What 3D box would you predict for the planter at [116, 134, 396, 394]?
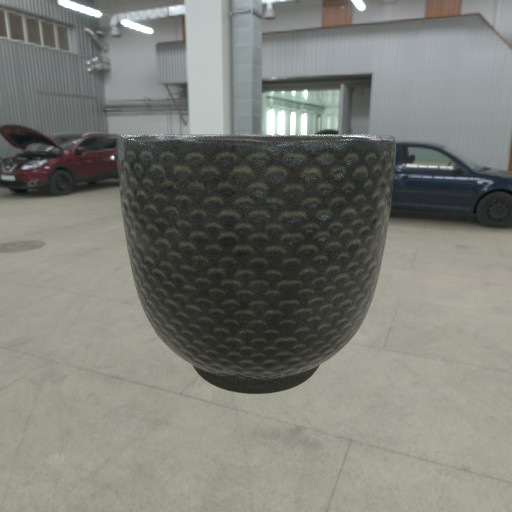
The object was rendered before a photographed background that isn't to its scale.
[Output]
[{"bbox_3d":[0.000,0.000,0.303,0.172,0.160,0.172,0,15,0],"label":"planter"}]
